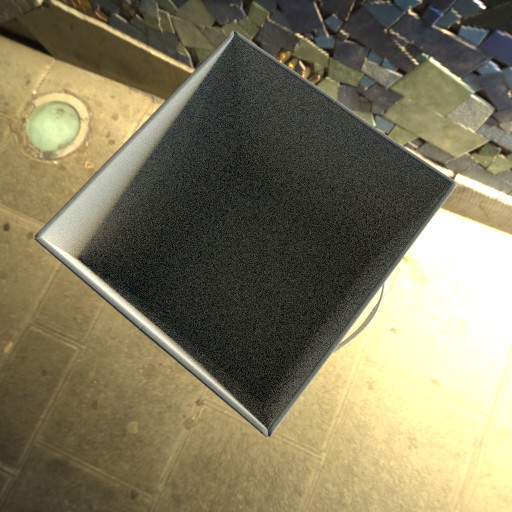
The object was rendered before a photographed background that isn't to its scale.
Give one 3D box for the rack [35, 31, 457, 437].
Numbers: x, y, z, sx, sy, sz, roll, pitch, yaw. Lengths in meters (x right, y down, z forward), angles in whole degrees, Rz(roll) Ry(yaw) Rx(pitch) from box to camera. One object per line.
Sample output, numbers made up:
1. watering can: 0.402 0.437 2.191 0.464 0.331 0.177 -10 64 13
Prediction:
1. rack: 0.000 0.000 0.510 0.270 0.280 0.270 38 79 9
